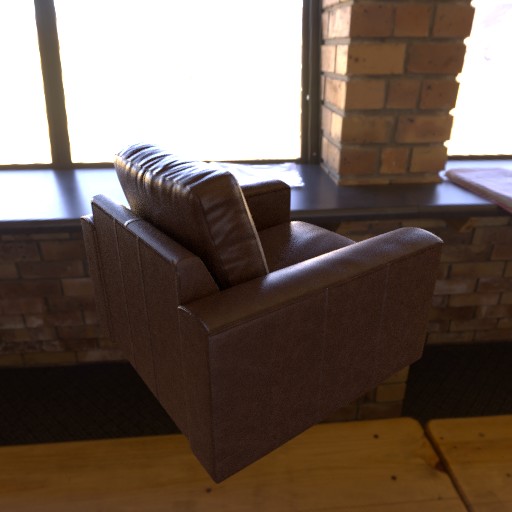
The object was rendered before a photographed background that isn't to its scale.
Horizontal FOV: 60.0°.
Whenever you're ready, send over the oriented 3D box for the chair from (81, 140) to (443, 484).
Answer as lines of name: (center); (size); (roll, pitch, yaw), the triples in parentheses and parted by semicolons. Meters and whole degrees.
chair: (0.000, 0.000, 1.730); (1.016, 0.873, 1.005); (-18, 31, -32)
